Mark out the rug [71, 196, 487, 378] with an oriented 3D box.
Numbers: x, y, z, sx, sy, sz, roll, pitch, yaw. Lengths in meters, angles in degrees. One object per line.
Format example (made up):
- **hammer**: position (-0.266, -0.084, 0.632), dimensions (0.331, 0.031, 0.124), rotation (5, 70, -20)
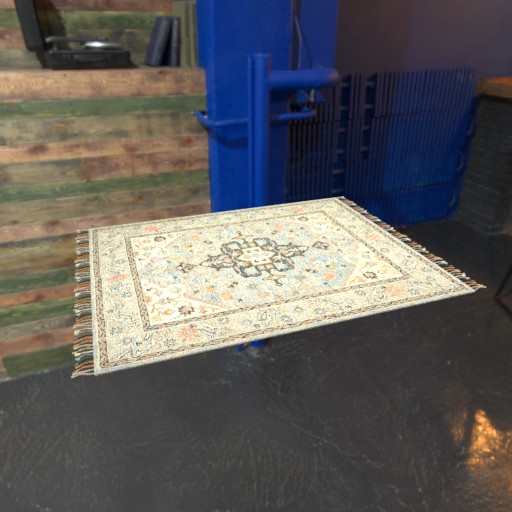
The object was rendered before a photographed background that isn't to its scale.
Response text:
- **rug**: position (0.000, 0.000, 2.239), dimensions (1.730, 0.009, 1.278), rotation (-9, 29, -17)
